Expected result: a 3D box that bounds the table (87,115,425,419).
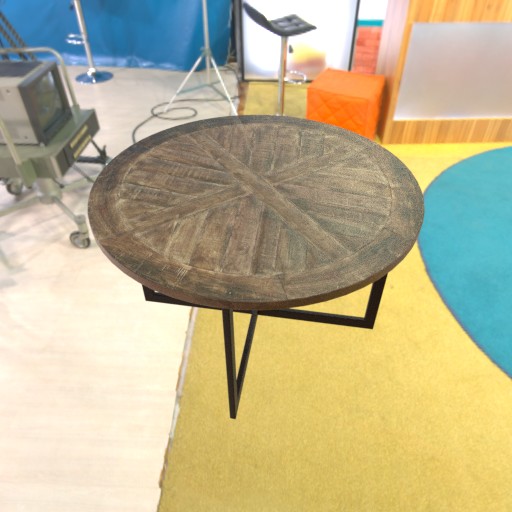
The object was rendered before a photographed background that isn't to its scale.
[{"bbox_3d":[0.000,0.000,1.976,1.264,0.762,1.264,0,41,0],"label":"table"}]
